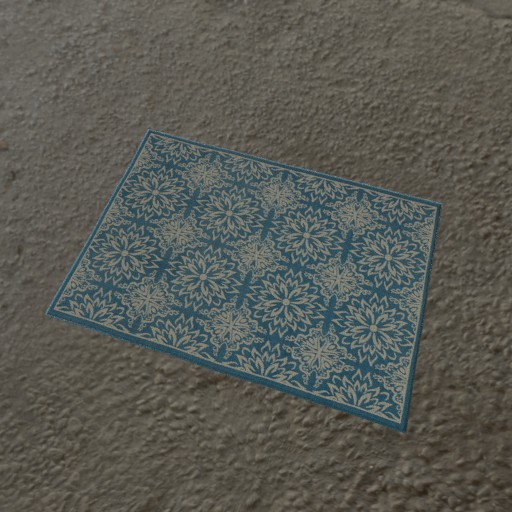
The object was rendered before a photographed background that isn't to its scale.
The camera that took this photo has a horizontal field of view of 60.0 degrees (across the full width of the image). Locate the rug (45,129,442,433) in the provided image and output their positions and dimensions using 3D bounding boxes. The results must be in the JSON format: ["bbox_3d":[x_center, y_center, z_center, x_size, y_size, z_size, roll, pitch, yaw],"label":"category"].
[{"bbox_3d":[0.000,0.000,2.879,2.205,0.012,1.554,16,65,8],"label":"rug"}]
